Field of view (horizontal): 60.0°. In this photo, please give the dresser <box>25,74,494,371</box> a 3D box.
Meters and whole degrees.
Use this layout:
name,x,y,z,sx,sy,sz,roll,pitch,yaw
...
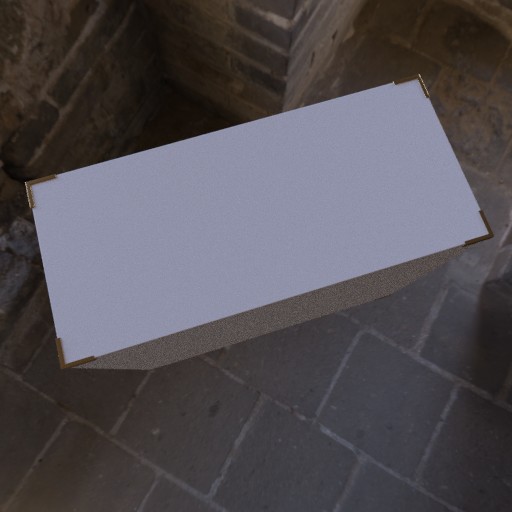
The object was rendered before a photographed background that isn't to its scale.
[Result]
name,x,y,z,sx,sy,sz,roll,pitch,yaw
dresser,0.000,0.000,1.482,1.022,0.891,0.460,-17,76,-4
